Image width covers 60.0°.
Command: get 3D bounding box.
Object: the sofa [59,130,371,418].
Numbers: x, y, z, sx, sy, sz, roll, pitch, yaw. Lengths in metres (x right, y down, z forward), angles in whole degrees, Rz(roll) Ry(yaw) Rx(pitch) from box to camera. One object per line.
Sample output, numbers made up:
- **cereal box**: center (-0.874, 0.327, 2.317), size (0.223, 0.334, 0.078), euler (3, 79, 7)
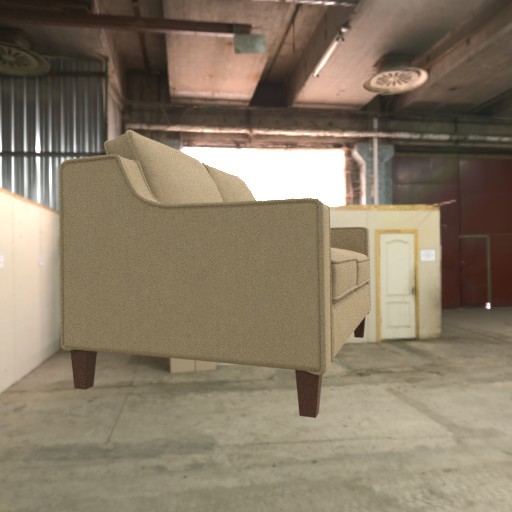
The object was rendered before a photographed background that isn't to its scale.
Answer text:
- **sofa**: center (0.000, 0.000, 2.142), size (0.987, 0.971, 1.501), euler (0, 0, 19)
